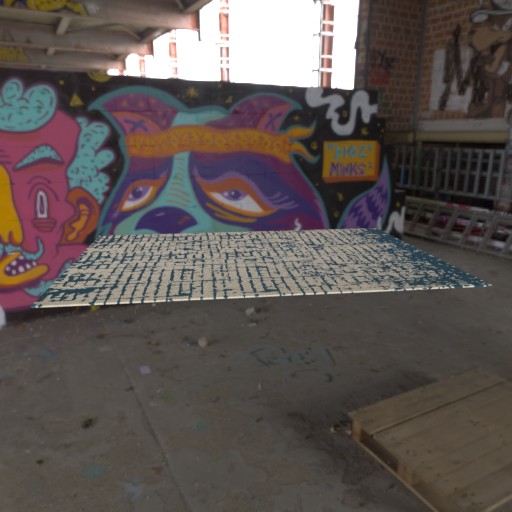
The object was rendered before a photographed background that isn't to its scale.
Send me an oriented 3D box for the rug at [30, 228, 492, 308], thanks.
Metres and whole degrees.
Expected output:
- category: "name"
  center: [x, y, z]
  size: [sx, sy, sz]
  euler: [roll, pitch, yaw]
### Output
- category: "rug"
  center: [0.000, 0.000, 2.316]
  size: [1.828, 0.007, 1.220]
  euler: [-2, 15, -7]
